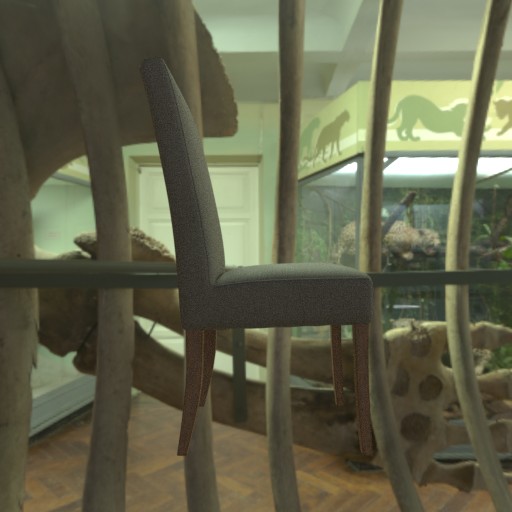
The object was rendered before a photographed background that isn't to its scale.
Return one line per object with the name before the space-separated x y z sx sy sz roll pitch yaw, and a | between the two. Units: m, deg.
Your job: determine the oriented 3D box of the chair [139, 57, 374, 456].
chair | 0.000 0.000 1.351 0.611 1.033 0.450 0 0 0
